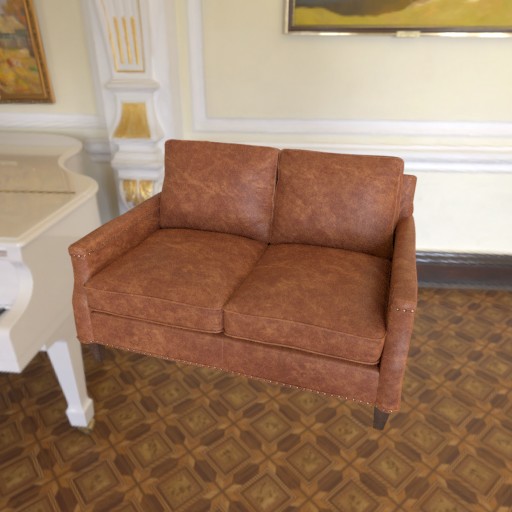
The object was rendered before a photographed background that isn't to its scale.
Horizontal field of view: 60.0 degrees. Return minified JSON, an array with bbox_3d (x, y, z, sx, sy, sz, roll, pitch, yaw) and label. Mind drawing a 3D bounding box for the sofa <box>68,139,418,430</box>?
[{"bbox_3d":[0.000,0.000,2.332,1.597,1.003,1.084,8,28,16],"label":"sofa"}]
